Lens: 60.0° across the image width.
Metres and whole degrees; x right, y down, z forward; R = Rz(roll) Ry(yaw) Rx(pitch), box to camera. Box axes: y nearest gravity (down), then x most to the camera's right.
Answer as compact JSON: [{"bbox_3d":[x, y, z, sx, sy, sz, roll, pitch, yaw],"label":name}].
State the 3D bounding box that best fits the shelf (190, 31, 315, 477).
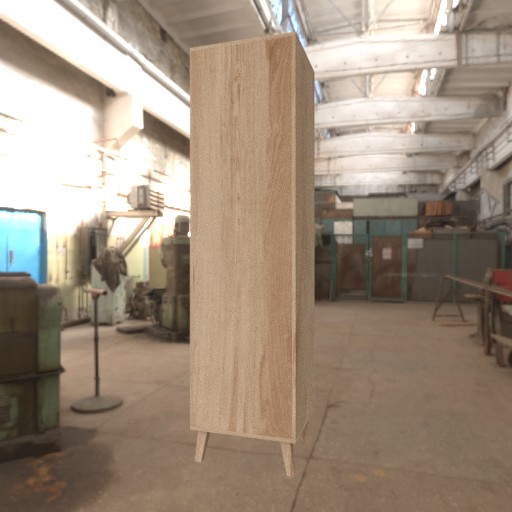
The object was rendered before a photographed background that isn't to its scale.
[{"bbox_3d":[0.000,0.000,2.226,0.510,1.960,0.450,0,0,18],"label":"shelf"}]
